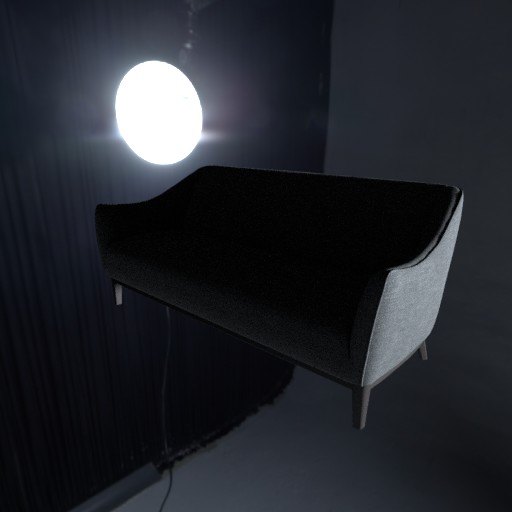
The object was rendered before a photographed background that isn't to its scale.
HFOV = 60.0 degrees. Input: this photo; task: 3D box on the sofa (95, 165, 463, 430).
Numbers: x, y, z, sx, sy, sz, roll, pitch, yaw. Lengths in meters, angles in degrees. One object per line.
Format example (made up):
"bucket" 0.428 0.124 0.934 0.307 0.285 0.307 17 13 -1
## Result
"sofa" 0.000 0.000 2.354 1.928 0.829 0.867 15 22 42
